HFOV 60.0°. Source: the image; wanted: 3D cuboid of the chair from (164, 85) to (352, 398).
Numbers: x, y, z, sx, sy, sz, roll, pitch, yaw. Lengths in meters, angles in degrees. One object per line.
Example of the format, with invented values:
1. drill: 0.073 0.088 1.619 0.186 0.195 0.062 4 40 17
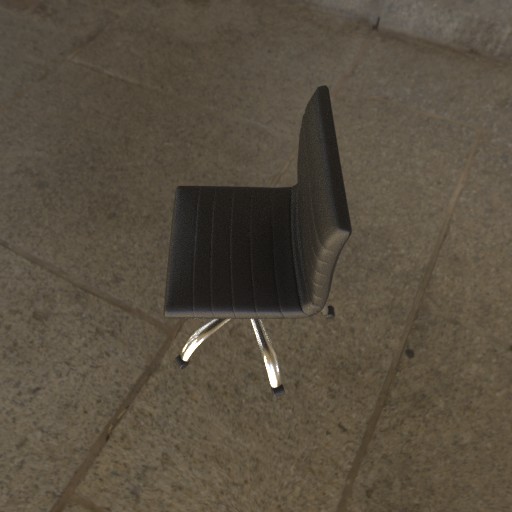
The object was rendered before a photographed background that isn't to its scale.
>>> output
1. chair: 0.000 0.000 1.177 0.530 0.780 0.556 -1 58 -1
